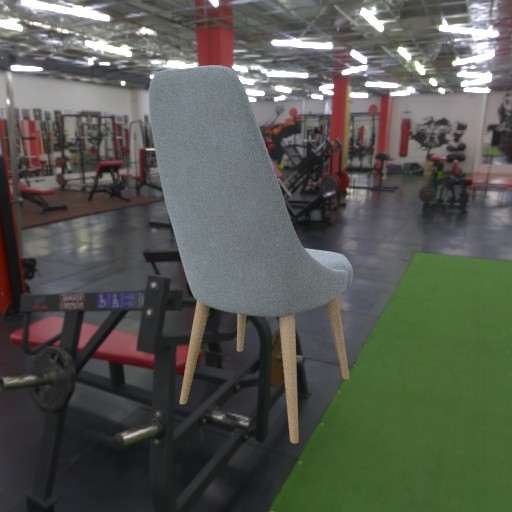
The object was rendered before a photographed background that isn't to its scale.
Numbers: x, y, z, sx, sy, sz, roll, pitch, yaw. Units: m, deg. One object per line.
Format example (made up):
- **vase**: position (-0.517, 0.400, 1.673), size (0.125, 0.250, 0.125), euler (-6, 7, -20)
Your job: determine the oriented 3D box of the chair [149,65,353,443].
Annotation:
- **chair**: position (0.000, 0.000, 1.411), size (0.510, 1.040, 0.660), euler (8, 17, 28)
